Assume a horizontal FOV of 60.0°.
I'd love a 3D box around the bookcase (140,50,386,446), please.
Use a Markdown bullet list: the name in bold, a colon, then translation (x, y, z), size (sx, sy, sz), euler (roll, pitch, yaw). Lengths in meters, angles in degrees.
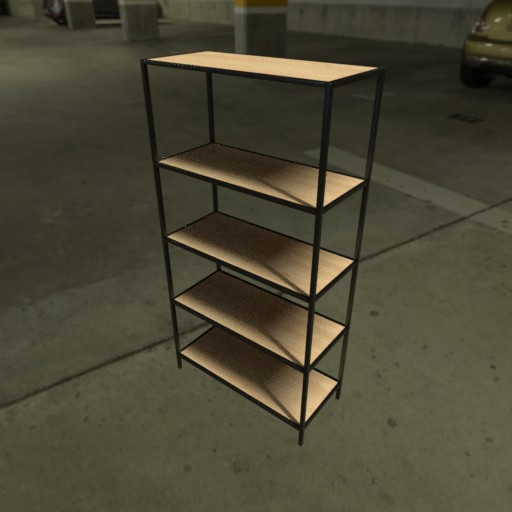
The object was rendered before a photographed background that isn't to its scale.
- **bookcase**: translation (0.000, 0.000, 1.865), size (0.770, 1.500, 0.350), euler (22, 37, 32)
